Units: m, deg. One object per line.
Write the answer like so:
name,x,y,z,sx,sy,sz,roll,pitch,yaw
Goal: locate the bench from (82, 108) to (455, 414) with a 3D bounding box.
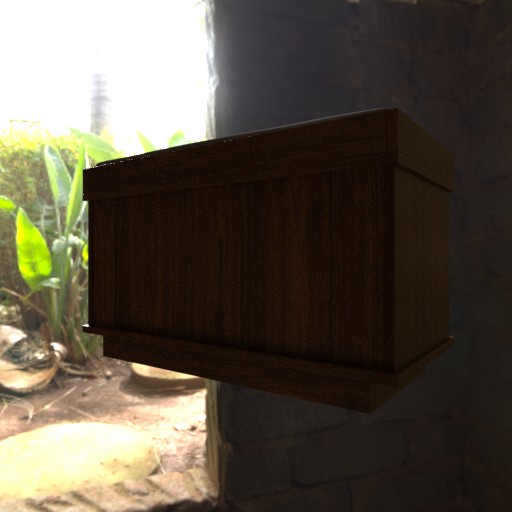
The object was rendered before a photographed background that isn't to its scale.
bench,0.000,0.000,0.963,0.734,0.461,0.362,0,0,36
